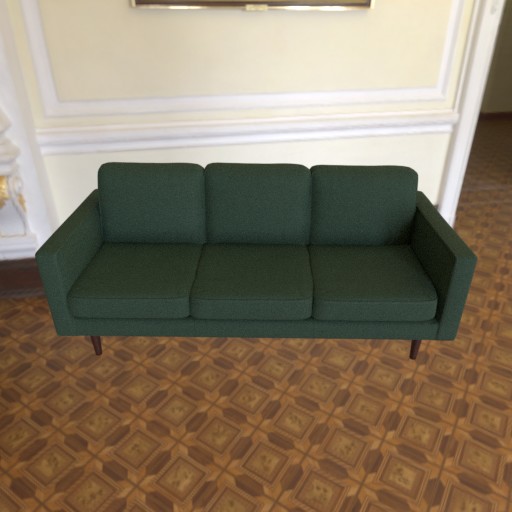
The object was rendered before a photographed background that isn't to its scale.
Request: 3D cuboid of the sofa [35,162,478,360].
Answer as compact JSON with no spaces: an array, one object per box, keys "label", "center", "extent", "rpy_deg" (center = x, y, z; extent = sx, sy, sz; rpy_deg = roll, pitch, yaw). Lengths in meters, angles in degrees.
[{"label":"sofa","center":[0.000,0.000,2.470],"extent":[2.029,0.899,0.879],"rpy_deg":[1,29,1]}]
